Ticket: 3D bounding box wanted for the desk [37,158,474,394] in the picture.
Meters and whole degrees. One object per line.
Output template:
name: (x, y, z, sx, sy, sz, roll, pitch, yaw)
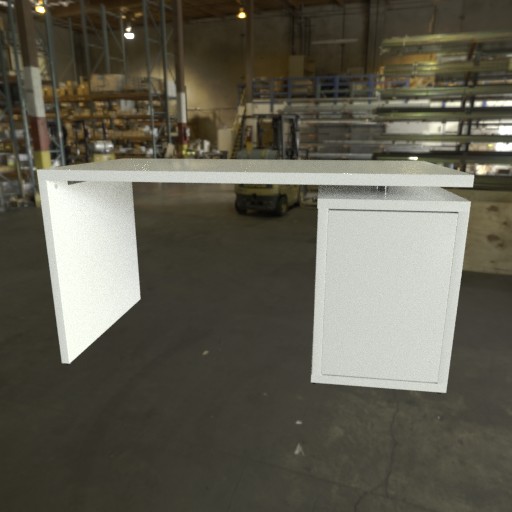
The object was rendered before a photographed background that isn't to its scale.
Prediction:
desk: (0.000, 0.000, 1.830, 1.400, 0.740, 0.690, 2, 16, 8)
